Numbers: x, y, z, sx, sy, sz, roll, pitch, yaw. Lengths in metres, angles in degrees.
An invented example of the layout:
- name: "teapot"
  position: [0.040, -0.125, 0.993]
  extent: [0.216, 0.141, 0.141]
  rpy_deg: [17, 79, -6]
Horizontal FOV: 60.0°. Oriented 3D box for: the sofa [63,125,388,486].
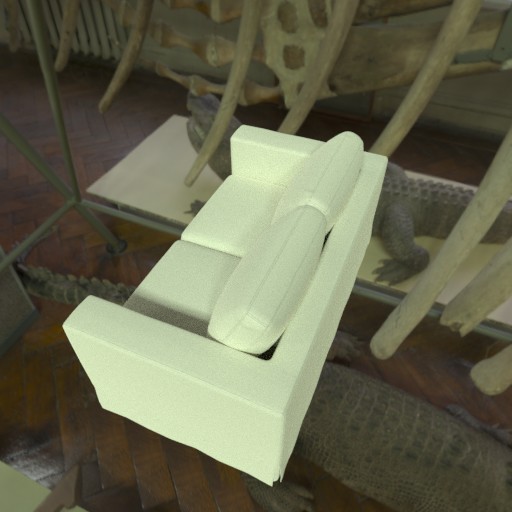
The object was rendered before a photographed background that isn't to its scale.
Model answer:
- name: "sofa"
  position: [0.000, 0.000, 2.410]
  extent: [1.009, 0.932, 1.813]
  rpy_deg: [17, 48, 16]
